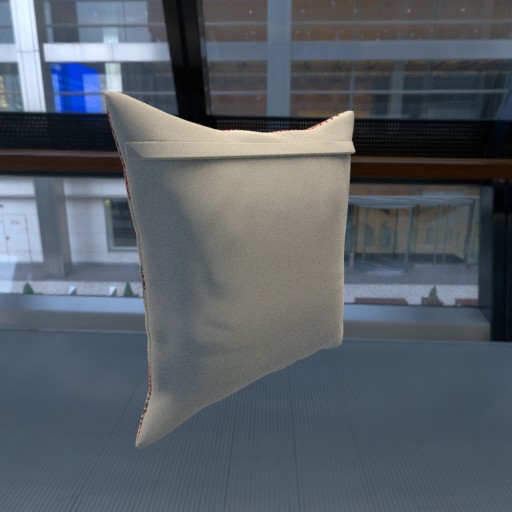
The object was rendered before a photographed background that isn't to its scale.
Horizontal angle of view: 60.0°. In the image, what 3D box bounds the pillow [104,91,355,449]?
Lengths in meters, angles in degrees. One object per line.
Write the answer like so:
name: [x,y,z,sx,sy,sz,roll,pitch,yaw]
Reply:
pillow: [0.000,0.000,0.694,0.463,0.454,0.160,-14,20,-42]
